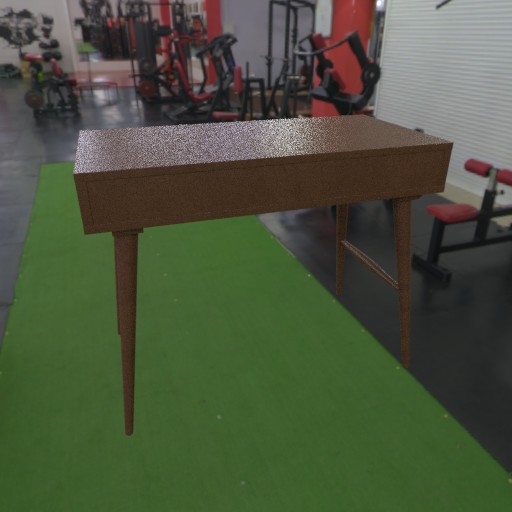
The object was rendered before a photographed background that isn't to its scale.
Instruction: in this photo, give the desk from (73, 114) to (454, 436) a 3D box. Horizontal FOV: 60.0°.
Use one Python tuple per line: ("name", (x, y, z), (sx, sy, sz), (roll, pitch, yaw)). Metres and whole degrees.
("desk", (0.000, 0.000, 1.420), (0.949, 0.758, 0.510), (-8, 28, -16))
